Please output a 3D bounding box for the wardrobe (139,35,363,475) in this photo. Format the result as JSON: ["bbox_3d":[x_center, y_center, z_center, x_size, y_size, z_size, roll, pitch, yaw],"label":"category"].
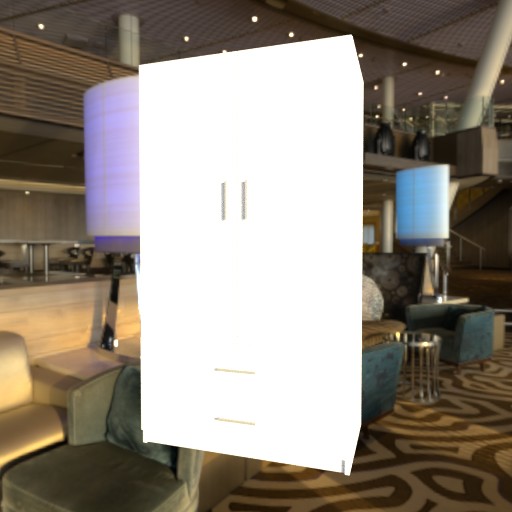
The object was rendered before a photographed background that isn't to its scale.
[{"bbox_3d":[0.000,0.000,2.222,0.991,1.808,0.577,1,2,18],"label":"wardrobe"}]
